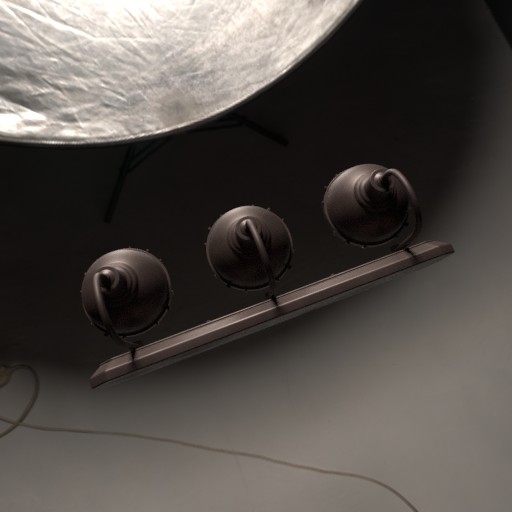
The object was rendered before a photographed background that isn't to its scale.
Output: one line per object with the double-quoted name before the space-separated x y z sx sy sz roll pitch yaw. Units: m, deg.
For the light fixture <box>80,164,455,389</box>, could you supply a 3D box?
"light fixture" 0.000 0.000 0.756 0.634 0.254 0.229 -20 76 -5
